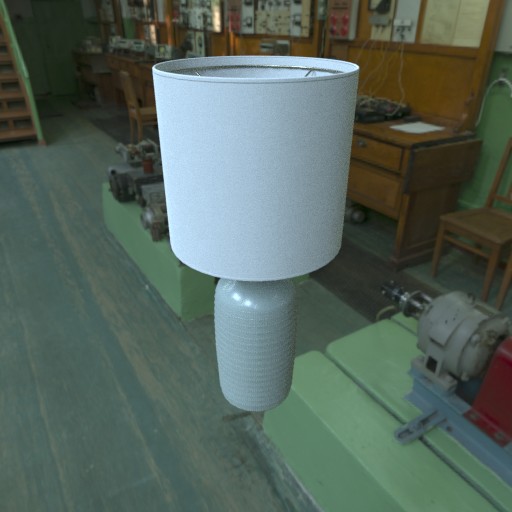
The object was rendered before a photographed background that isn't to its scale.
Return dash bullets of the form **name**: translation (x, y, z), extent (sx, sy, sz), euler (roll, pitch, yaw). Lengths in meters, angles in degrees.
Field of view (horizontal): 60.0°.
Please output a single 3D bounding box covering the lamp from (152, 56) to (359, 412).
- **lamp**: translation (0.000, 0.000, 0.597), extent (0.220, 0.475, 0.220), euler (-18, 34, -29)
